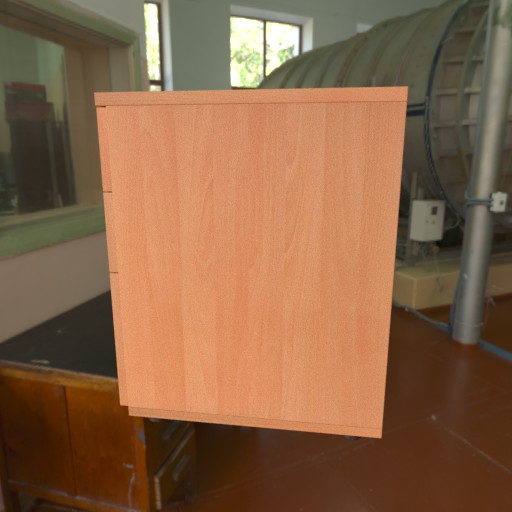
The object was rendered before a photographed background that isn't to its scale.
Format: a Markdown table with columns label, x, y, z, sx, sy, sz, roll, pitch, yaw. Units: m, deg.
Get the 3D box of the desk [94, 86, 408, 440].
| label | x | y | z | sx | sy | sz | roll | pitch | yaw |
| --- | --- | --- | --- | --- | --- | --- | --- | --- | --- |
| desk | 0.000 | 0.000 | 1.100 | 0.600 | 0.730 | 0.404 | 2 | 14 | 8 |
